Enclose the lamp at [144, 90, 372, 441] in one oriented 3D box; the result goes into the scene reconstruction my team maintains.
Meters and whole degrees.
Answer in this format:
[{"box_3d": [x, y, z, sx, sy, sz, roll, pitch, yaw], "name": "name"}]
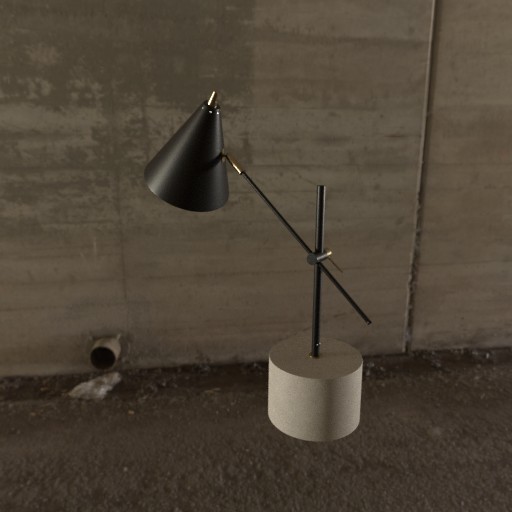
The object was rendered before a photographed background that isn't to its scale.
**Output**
[{"box_3d": [0.000, 0.000, 0.737, 0.214, 0.518, 0.403, -14, 19, -43], "name": "lamp"}]
